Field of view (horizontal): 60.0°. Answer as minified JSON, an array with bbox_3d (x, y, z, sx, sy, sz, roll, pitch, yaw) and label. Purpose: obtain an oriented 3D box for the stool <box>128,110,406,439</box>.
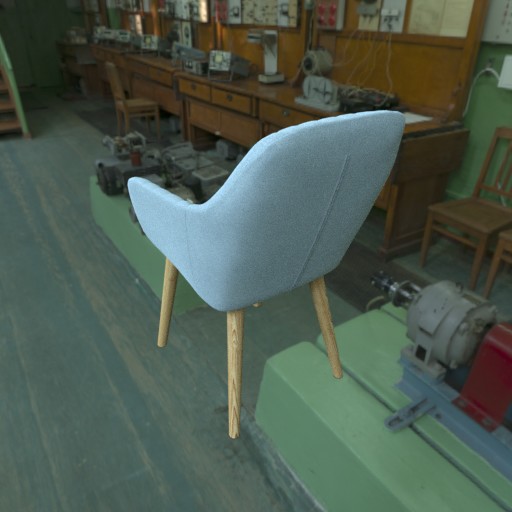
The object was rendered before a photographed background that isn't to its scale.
[{"bbox_3d":[0.000,0.000,1.188,0.503,0.830,0.590,-19,35,-30],"label":"stool"}]
